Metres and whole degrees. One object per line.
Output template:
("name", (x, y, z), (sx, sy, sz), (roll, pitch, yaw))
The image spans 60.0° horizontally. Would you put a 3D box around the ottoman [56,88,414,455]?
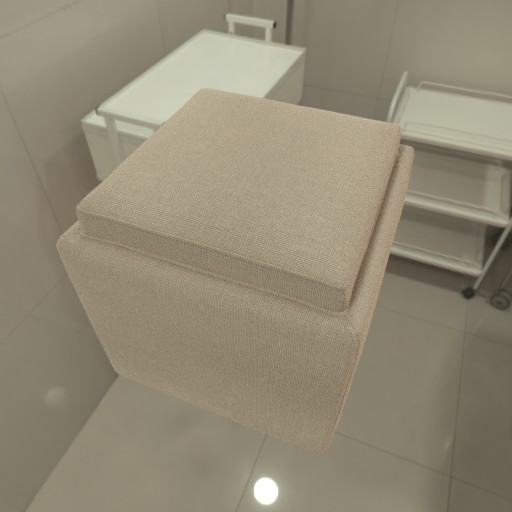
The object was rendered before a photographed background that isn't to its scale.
("ottoman", (0.000, 0.000, 0.815), (0.450, 0.460, 0.451), (16, 48, 15))
